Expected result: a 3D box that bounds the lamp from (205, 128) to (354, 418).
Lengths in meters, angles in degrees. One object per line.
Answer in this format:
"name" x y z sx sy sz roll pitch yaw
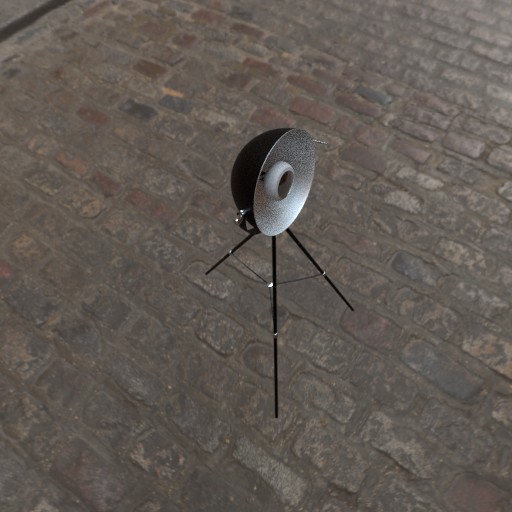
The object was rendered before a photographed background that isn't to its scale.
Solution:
"lamp" 0.000 0.000 2.072 0.920 1.512 0.817 31 63 17
